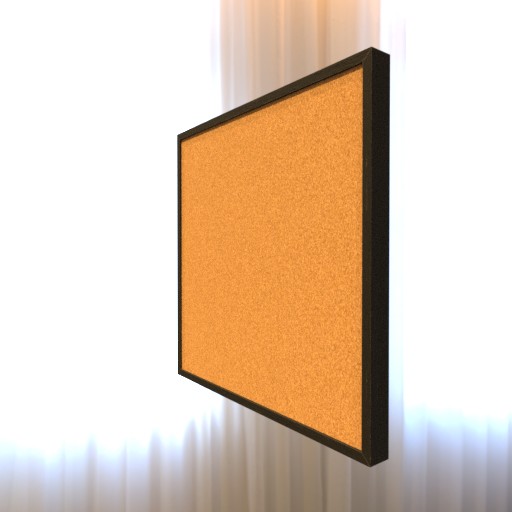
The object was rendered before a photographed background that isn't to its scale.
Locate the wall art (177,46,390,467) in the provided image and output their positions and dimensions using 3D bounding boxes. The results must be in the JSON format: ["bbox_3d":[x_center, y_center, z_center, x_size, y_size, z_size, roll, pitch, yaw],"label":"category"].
[{"bbox_3d":[0.000,0.000,0.744,0.036,0.506,0.506,-1,1,-37],"label":"wall art"}]
